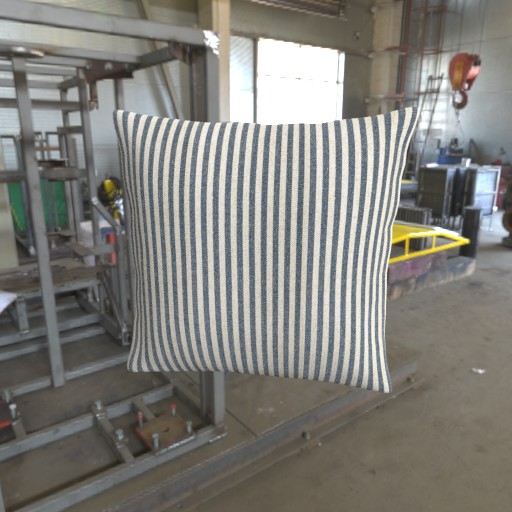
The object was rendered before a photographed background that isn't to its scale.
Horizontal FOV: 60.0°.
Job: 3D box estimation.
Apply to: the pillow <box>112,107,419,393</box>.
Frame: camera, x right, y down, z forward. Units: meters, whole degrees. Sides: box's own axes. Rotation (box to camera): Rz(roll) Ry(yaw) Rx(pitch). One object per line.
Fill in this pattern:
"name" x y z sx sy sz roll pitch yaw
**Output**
"pillow" 0.000 0.000 0.804 0.523 0.510 0.166 2 16 7
